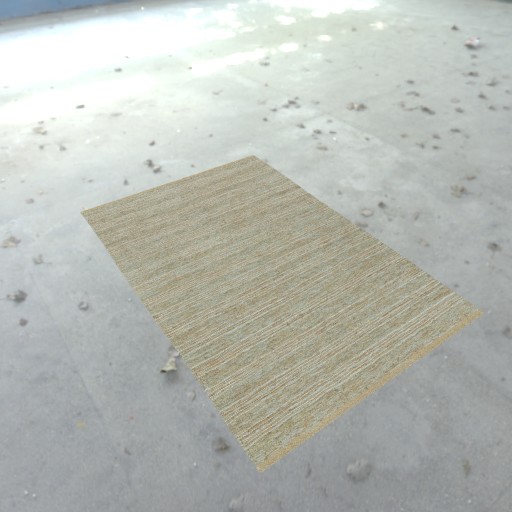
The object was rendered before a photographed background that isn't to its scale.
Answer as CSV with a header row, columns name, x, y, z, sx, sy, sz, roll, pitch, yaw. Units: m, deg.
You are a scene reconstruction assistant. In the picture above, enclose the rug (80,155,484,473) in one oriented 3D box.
name,x,y,z,sx,sy,sz,roll,pitch,yaw
rug,0.000,0.000,2.294,1.240,0.010,1.824,-24,46,-26
